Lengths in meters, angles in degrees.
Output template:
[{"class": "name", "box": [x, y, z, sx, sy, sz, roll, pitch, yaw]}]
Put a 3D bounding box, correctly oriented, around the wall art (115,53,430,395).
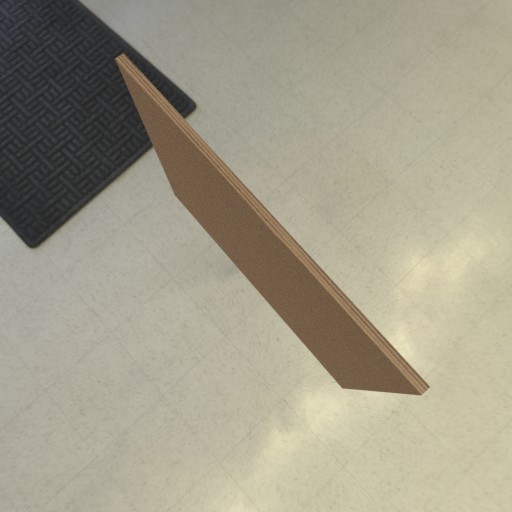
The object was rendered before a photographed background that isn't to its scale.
[{"class": "wall art", "box": [0.000, 0.000, 0.677, 0.013, 0.406, 0.508, -39, 78, -10]}]
